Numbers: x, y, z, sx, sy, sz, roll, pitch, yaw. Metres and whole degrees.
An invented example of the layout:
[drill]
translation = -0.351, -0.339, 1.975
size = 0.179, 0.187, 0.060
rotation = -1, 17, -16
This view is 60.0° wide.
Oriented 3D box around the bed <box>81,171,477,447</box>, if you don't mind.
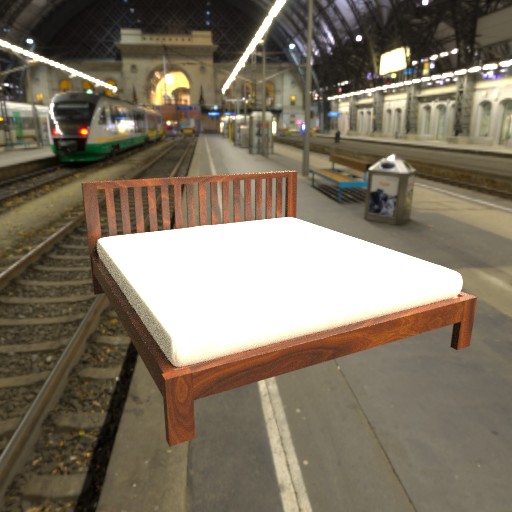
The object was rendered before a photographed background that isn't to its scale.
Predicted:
[bed]
translation = 0.000, 0.000, 3.036
size = 1.905, 0.890, 2.030
rotation = -9, 18, -27
